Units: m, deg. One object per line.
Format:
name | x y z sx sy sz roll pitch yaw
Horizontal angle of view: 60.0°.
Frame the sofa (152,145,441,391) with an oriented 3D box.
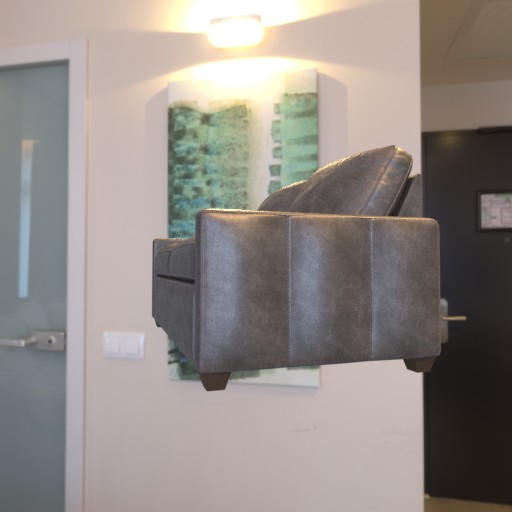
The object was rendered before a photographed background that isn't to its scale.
sofa | 0.000 0.000 2.356 0.939 0.916 1.732 0 -1 -18
